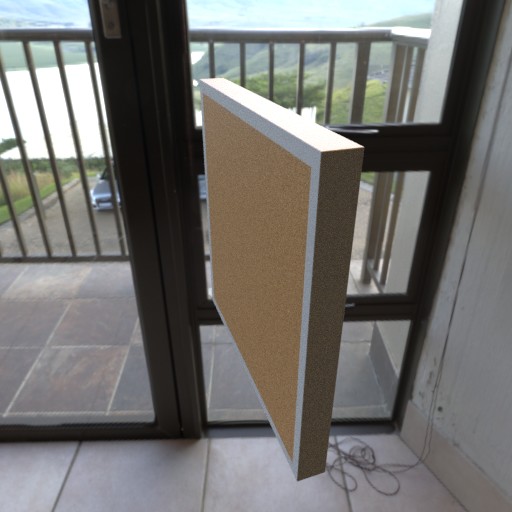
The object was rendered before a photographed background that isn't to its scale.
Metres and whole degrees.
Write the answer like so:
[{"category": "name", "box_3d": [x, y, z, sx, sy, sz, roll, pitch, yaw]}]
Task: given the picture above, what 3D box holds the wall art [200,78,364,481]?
[{"category": "wall art", "box_3d": [0.000, 0.000, 0.610, 0.038, 0.406, 0.406, -10, 31, -17]}]
